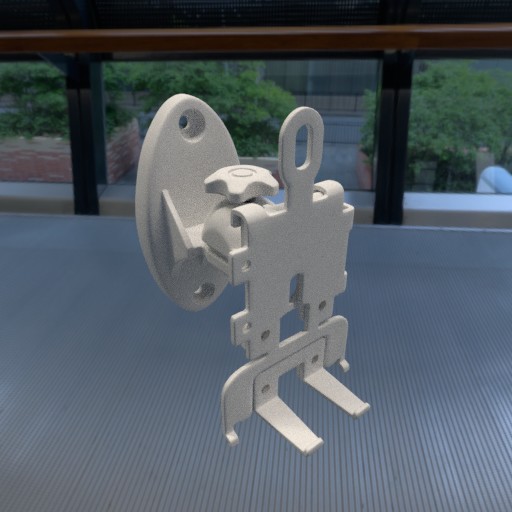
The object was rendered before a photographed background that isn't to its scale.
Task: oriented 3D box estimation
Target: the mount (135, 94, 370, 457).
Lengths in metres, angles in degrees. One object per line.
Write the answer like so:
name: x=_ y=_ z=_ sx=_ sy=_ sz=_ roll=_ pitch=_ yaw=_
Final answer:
mount: x=0.000 y=0.000 z=0.173 sx=0.066 sy=0.118 sz=0.100 roll=-21 pitch=35 yaw=-33
